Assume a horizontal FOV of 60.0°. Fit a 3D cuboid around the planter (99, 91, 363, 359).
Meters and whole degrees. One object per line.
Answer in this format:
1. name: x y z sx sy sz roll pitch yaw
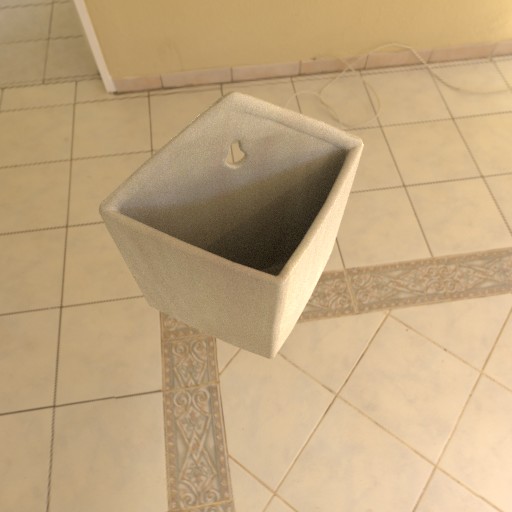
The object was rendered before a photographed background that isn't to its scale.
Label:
1. planter: 0.000 0.000 0.277 0.163 0.194 0.080 -16 62 -9
